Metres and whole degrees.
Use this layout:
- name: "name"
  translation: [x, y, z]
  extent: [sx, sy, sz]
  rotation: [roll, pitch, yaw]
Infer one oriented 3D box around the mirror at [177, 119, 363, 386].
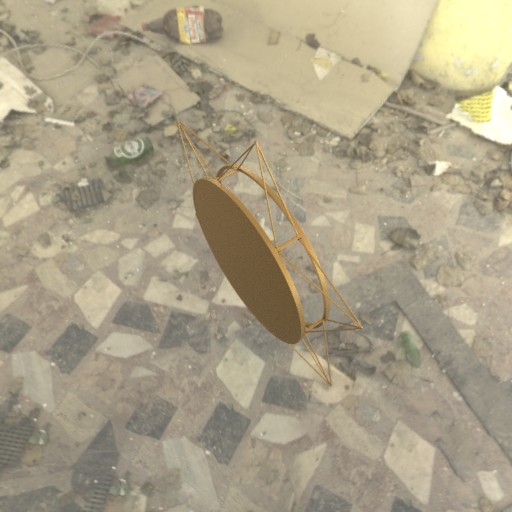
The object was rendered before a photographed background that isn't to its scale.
- name: "mirror"
  translation: [0.000, 0.000, 0.828]
  extent: [0.062, 0.581, 0.498]
  rotation: [-31, 64, -17]
